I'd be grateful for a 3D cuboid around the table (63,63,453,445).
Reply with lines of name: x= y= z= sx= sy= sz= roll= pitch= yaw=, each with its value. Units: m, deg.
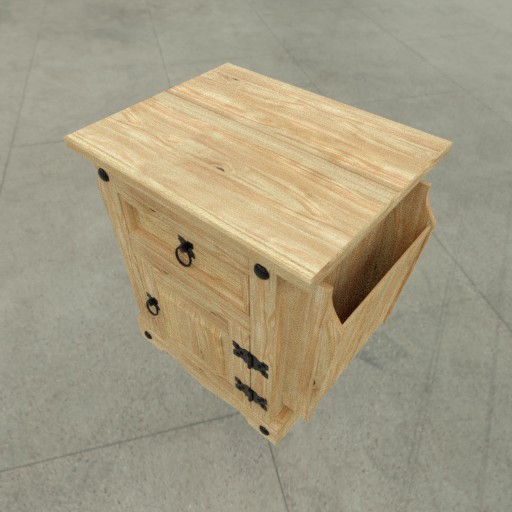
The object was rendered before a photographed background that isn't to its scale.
table: x=0.000 y=0.000 z=0.867 sx=0.530 sy=0.515 sz=0.380 roll=31 pitch=53 yaw=27
